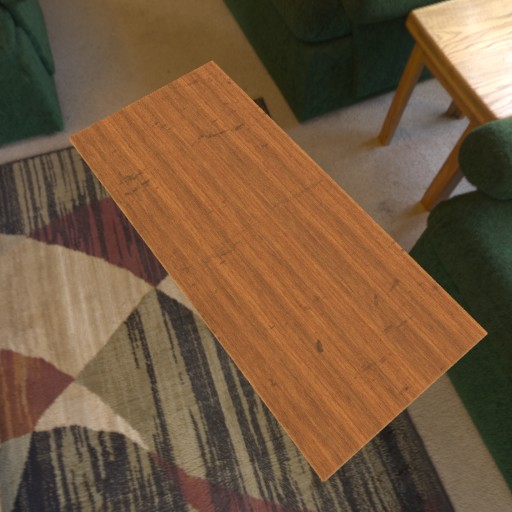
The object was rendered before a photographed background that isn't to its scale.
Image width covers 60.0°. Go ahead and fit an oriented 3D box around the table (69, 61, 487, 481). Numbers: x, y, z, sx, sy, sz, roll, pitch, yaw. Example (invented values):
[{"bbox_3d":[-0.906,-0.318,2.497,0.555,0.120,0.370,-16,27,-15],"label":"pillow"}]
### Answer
[{"bbox_3d":[0.000,0.000,2.618,1.000,0.757,2.200,-35,70,-15],"label":"table"}]
